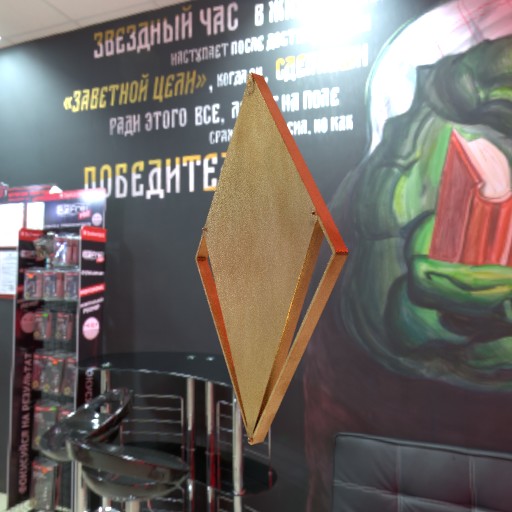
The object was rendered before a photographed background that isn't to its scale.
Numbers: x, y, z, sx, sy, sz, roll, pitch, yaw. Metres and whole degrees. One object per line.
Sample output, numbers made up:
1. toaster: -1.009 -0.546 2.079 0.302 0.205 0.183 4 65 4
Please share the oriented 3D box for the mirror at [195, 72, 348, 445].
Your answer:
1. mirror: 0.000 0.000 0.814 0.032 0.679 0.419 1 -2 -36
